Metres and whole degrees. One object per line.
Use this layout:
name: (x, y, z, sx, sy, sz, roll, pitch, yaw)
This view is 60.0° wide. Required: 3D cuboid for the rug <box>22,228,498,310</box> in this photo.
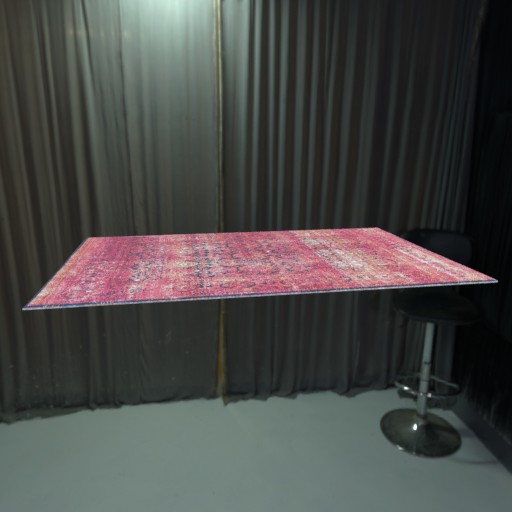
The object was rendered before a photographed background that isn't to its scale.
rug: (0.000, 0.000, 2.959, 2.449, 0.018, 1.539, -2, 15, -10)
